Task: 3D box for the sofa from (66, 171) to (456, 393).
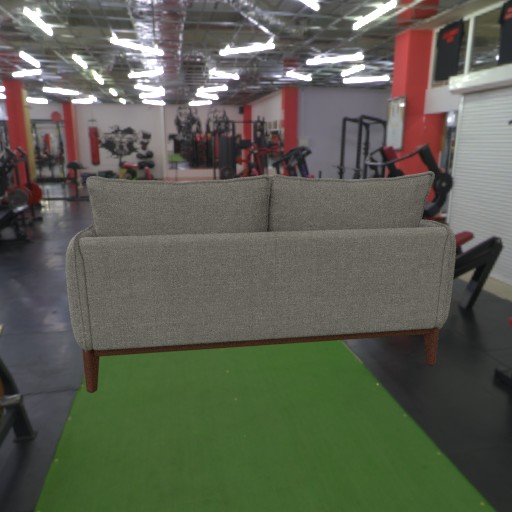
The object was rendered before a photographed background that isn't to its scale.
[{"bbox_3d":[0.000,0.000,2.183,1.580,0.851,0.972,-2,14,-9],"label":"sofa"}]
